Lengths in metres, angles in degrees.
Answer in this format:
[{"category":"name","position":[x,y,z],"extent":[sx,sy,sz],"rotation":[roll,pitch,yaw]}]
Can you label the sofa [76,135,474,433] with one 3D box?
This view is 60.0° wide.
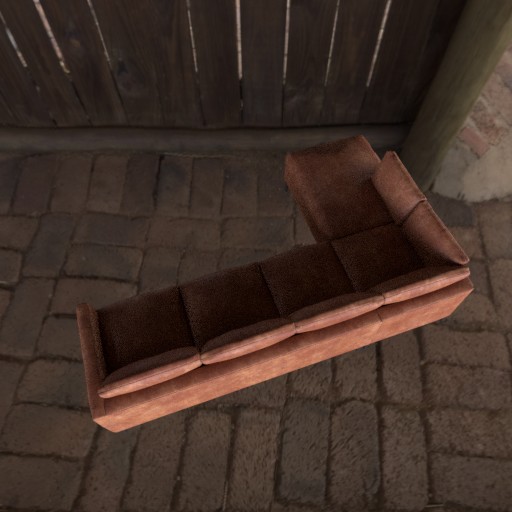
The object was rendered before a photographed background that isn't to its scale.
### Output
[{"category":"sofa","position":[0.000,0.000,3.825],"extent":[2.984,0.877,1.938],"rotation":[-17,60,-10]}]
